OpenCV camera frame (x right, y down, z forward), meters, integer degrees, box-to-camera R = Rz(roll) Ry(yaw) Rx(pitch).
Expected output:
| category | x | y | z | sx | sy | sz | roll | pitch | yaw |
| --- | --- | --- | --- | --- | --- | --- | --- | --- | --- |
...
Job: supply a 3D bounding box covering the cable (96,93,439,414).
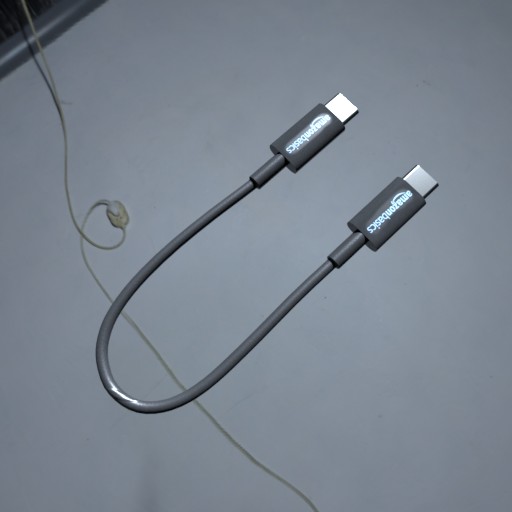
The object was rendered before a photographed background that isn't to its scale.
| category | x | y | z | sx | sy | sz | roll | pitch | yaw |
| --- | --- | --- | --- | --- | --- | --- | --- | --- | --- |
| cable | 0.000 | 0.000 | 0.115 | 0.098 | 0.005 | 0.041 | -42 | 80 | -9 |
